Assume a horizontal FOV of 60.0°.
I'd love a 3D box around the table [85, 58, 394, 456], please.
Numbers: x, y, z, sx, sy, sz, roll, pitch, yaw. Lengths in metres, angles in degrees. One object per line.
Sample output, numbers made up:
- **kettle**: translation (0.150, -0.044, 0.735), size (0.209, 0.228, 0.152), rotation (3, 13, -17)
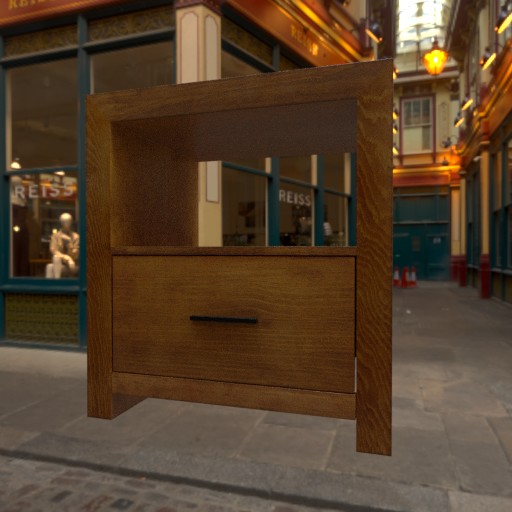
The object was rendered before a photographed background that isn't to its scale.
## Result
- **table**: translation (0.000, 0.000, 0.936), size (0.550, 0.605, 0.400), rotation (0, 1, 17)
